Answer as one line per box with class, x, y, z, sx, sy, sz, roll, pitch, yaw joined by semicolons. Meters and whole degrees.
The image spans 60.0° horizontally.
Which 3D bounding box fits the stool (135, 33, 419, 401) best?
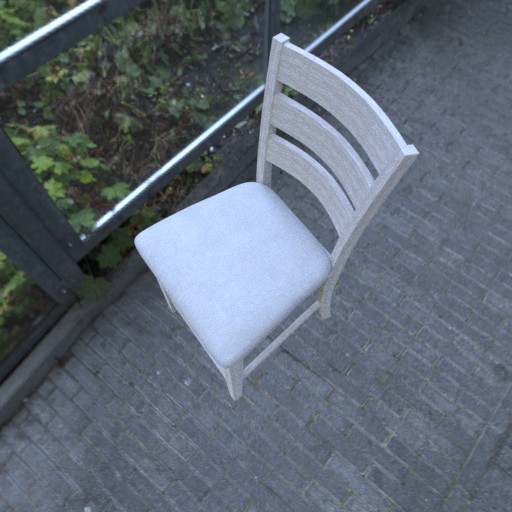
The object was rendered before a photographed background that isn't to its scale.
stool;0.000;0.000;1.346;0.569;1.032;0.484;-34;68;-15
